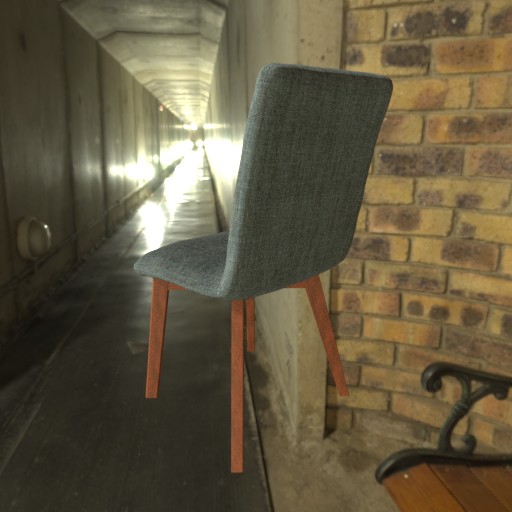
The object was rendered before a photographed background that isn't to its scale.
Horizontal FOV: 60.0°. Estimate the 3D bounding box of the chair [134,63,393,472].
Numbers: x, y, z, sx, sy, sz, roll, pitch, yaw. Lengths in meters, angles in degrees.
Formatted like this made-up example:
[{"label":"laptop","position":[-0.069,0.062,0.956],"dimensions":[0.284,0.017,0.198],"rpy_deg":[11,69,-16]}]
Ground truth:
[{"label":"chair","position":[0.000,0.000,1.289],"dimensions":[0.522,0.974,0.563],"rpy_deg":[-15,22,-42]}]
